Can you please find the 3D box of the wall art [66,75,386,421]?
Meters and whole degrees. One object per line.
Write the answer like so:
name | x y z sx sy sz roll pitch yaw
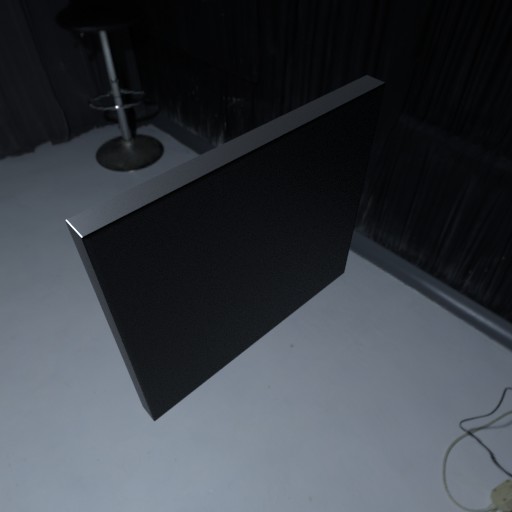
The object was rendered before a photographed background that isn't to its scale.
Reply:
wall art | 0.000 0.000 0.548 0.380 0.330 0.028 -34 55 -28
